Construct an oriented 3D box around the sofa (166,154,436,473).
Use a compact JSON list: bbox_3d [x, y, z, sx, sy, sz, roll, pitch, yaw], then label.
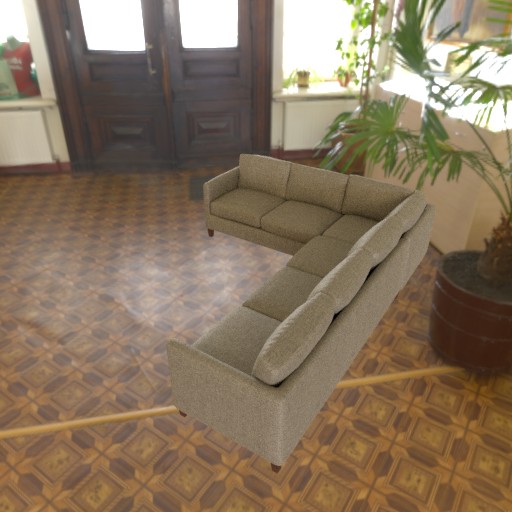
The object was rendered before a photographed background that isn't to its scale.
[{"bbox_3d":[0.000,0.000,4.383,2.593,0.947,3.302,19,35,29],"label":"sofa"}]
